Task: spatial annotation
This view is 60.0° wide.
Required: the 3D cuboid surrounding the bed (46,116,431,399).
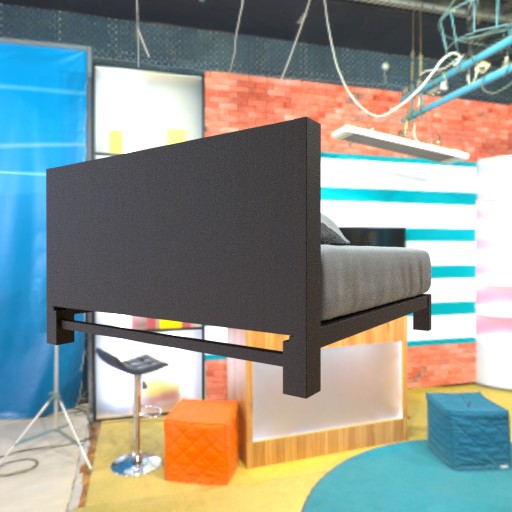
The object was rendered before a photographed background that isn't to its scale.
[{"bbox_3d":[0.000,0.000,3.504,2.143,1.261,2.238,0,0,35],"label":"bed"}]
